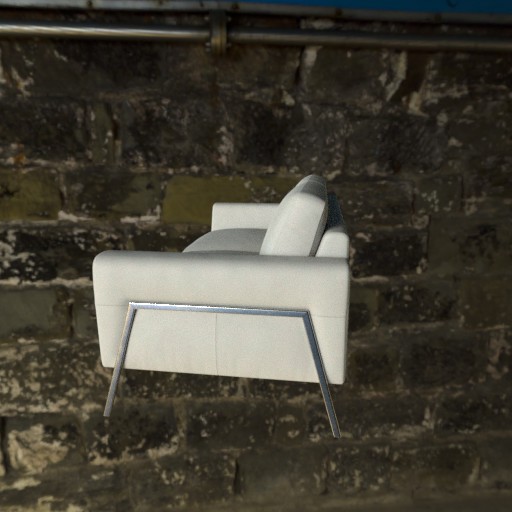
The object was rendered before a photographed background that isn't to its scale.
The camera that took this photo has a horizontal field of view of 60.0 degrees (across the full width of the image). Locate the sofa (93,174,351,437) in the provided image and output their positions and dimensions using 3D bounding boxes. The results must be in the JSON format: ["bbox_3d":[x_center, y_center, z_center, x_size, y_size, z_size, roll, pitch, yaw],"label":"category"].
[{"bbox_3d":[0.000,0.000,2.559,0.953,0.875,2.017,2,13,8],"label":"sofa"}]
